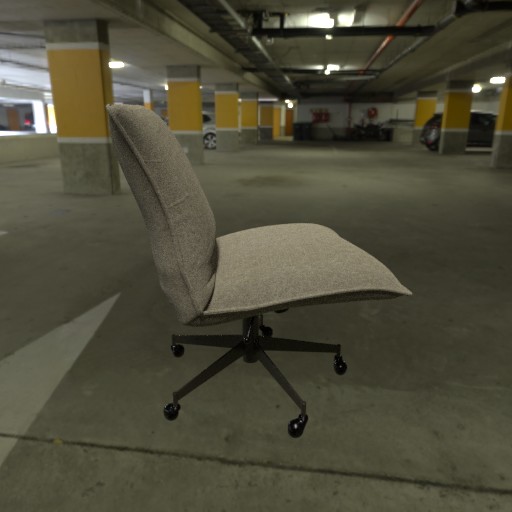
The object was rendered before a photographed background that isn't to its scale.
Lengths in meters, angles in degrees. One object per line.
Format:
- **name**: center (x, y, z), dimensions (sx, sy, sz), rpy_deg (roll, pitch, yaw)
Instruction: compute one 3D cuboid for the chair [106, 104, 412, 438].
- **chair**: center (0.000, 0.000, 1.263), dimensions (0.696, 0.811, 0.597), rpy_deg (-3, 17, -9)
